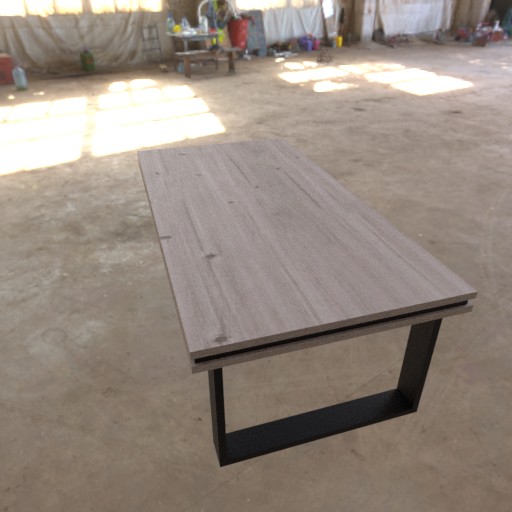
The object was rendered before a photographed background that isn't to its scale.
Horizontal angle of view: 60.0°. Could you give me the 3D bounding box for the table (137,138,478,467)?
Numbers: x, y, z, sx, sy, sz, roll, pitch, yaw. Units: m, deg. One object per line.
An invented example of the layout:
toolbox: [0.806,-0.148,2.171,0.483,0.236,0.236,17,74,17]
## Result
table: [0.000,0.000,1.647,0.700,0.450,1.350,-9,32,-15]
